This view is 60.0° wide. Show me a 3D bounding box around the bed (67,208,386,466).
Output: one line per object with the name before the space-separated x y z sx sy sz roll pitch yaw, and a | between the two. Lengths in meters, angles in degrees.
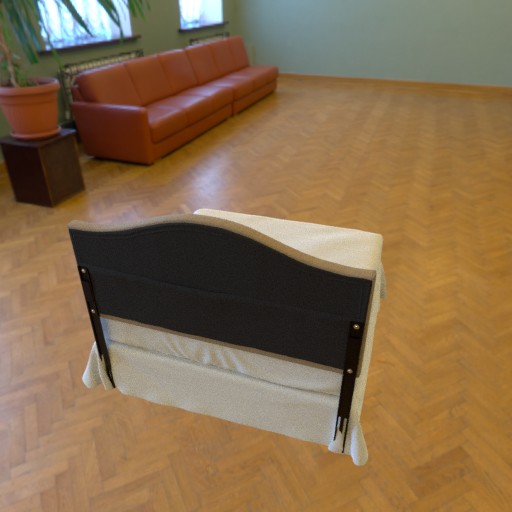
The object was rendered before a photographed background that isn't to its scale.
bed | 0.000 0.000 3.777 2.311 1.651 2.222 10 32 16
